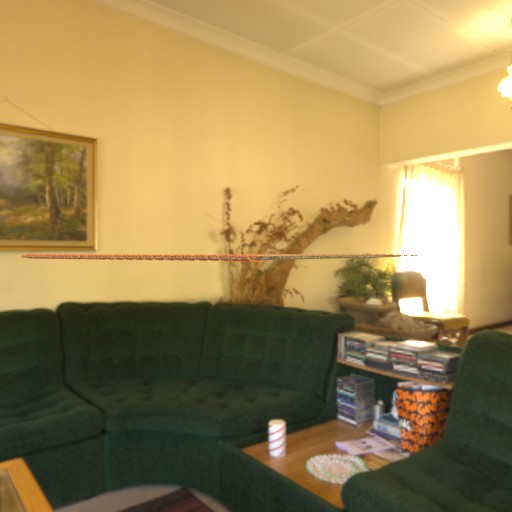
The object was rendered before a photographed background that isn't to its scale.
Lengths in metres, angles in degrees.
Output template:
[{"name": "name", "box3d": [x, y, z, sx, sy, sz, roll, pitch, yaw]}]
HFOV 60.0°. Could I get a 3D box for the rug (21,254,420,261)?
[{"name": "rug", "box3d": [0.000, 0.000, 2.303, 1.220, 0.019, 1.838, 0, 0, 34]}]
